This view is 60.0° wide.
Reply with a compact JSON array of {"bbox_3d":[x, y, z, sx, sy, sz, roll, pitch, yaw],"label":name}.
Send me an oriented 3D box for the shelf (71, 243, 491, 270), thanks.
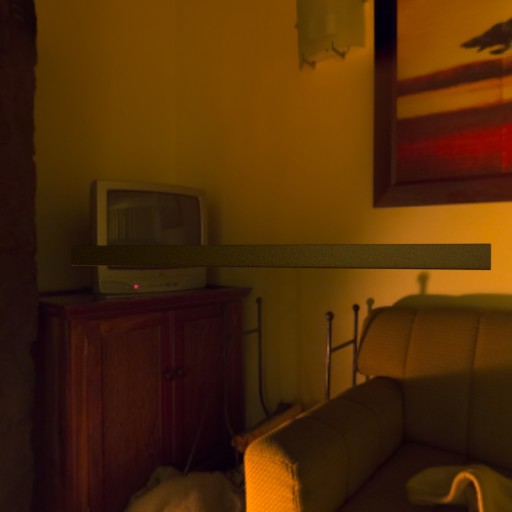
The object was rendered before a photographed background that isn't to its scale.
[{"bbox_3d":[0.000,0.000,0.988,0.924,0.049,0.092,0,1,18],"label":"shelf"}]
